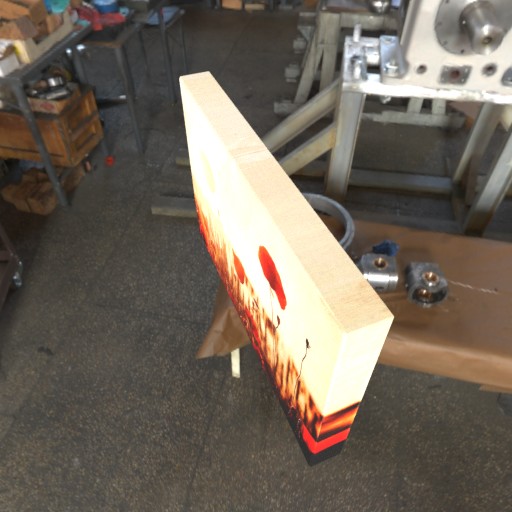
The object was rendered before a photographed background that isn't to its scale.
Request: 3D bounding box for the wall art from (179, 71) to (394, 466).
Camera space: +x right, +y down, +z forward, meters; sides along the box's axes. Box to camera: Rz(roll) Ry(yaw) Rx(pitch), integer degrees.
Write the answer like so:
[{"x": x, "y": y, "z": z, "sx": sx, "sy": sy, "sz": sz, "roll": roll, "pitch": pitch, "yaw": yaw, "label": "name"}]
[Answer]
[{"x": 0.000, "y": 0.000, "z": 0.494, "sx": 0.037, "sy": 0.251, "sz": 0.383, "roll": -17, "pitch": 49, "yaw": -15, "label": "wall art"}]
